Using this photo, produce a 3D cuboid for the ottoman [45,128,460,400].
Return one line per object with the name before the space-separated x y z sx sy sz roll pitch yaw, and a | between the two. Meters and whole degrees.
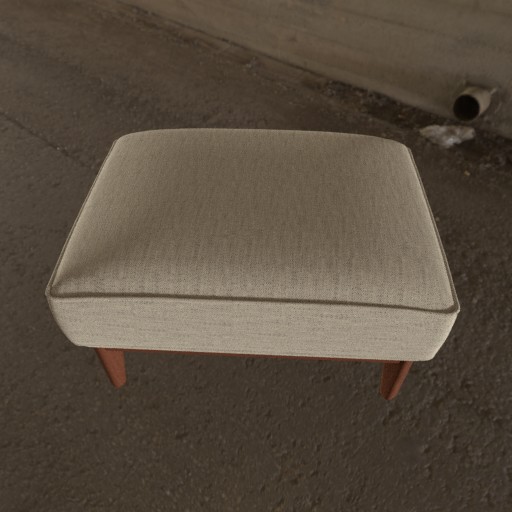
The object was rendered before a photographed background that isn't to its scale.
ottoman | 0.000 0.000 1.131 0.794 0.465 0.594 2 47 2
